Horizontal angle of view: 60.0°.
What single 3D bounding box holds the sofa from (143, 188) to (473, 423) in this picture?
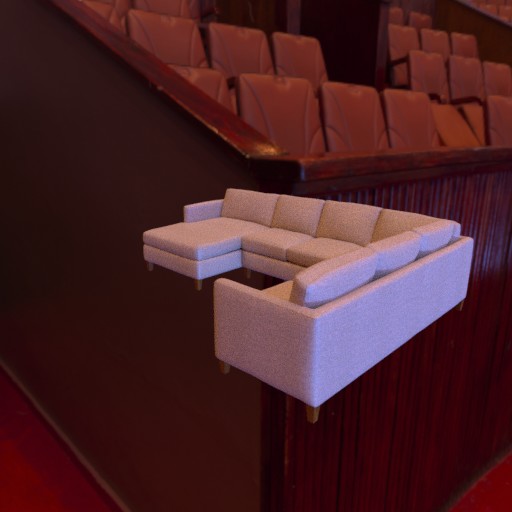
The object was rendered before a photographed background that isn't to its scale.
[{"bbox_3d":[0.000,0.000,4.623,3.460,0.961,2.594,16,23,42],"label":"sofa"}]
